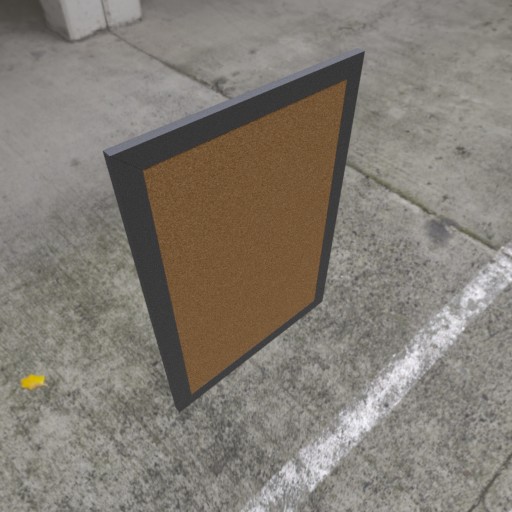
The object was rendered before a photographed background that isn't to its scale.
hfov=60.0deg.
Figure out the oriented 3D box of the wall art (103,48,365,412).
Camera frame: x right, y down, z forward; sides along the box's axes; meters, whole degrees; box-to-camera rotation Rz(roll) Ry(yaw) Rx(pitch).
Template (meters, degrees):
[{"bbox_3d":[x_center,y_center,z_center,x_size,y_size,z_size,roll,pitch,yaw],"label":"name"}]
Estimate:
[{"bbox_3d":[0.000,0.000,0.696,0.380,0.534,0.013,-33,54,-28],"label":"wall art"}]
